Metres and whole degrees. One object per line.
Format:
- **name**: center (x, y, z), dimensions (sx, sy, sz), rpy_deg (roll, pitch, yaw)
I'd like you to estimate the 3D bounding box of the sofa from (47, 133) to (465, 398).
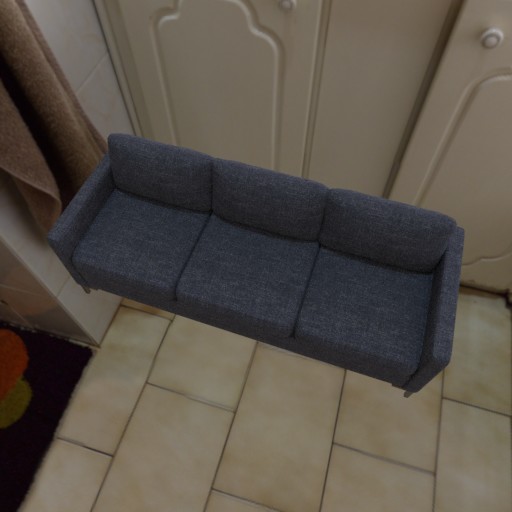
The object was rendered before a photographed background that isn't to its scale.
- **sofa**: center (0.000, 0.000, 2.662), dimensions (2.218, 0.874, 0.859), rpy_deg (16, 59, 10)
